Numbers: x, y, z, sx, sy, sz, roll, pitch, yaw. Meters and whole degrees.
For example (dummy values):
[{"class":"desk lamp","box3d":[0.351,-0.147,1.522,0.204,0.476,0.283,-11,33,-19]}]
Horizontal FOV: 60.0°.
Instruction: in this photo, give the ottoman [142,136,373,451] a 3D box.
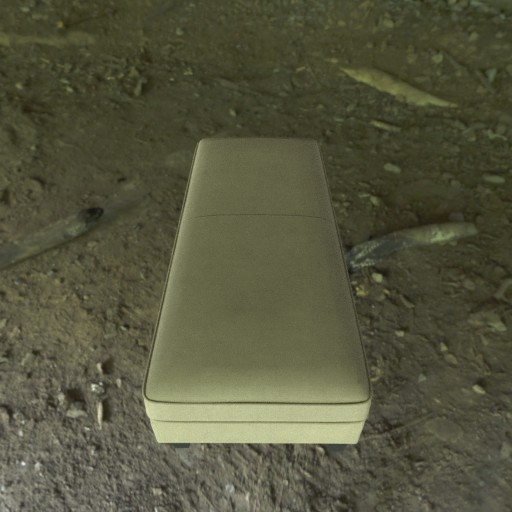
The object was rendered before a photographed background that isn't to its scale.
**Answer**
[{"class":"ottoman","box3d":[0.000,0.000,2.055,0.735,0.460,1.726,0,41,0]}]
